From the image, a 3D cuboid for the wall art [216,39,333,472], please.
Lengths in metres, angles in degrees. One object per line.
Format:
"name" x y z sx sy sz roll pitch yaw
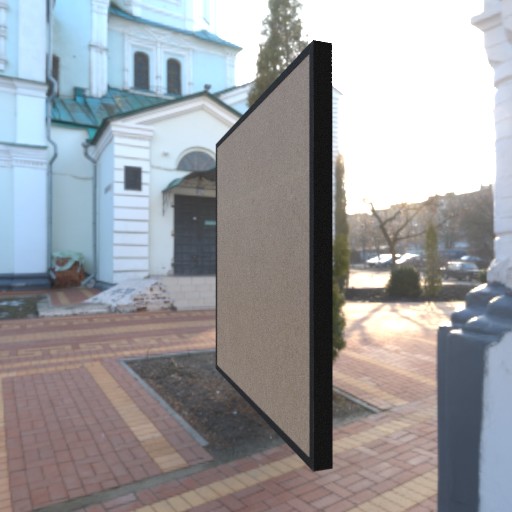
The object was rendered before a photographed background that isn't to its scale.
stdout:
"wall art" 0.000 0.000 1.148 0.038 0.762 0.762 0 0 -18
